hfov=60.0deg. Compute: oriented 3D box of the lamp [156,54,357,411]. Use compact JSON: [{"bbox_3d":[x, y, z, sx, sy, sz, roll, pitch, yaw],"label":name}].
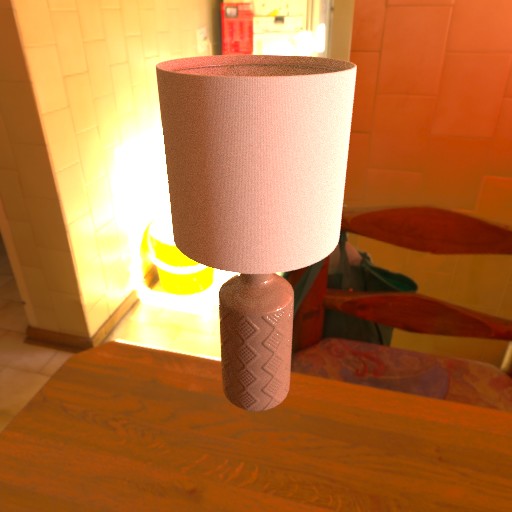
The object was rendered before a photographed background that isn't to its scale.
[{"bbox_3d":[0.000,0.000,0.576,0.207,0.461,0.207,-8,30,-14],"label":"lamp"}]
